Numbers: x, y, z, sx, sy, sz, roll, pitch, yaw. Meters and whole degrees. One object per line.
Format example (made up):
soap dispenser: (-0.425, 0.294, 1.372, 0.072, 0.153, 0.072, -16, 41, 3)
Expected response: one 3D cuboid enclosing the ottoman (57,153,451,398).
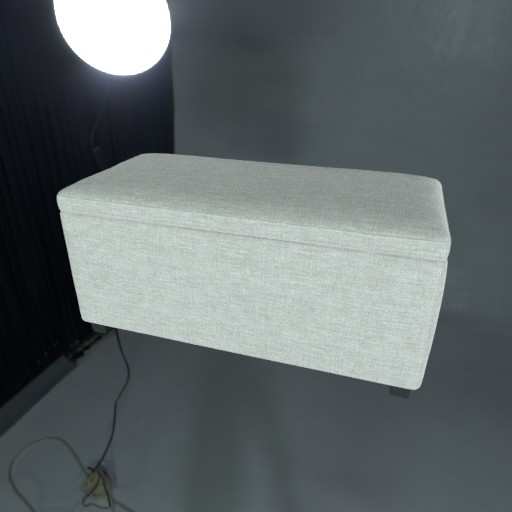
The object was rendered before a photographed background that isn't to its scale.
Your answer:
ottoman: (0.000, 0.000, 1.182, 0.902, 0.432, 0.419, 8, 28, 16)
